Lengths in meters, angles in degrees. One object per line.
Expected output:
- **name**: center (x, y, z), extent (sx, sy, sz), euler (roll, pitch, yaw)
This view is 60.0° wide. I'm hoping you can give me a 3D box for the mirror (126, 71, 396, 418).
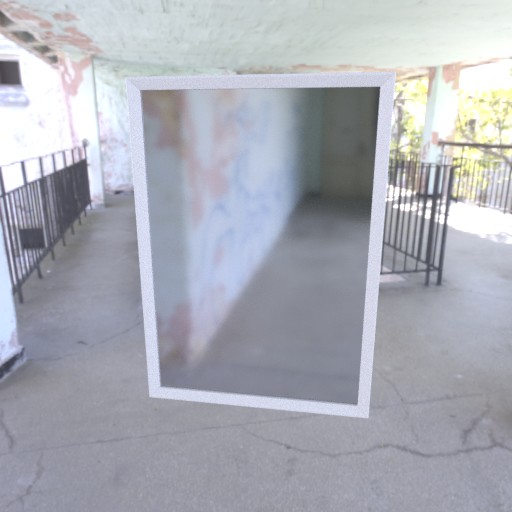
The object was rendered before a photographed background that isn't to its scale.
- **mirror**: center (0.000, 0.000, 0.936), extent (0.507, 0.710, 0.039), euler (3, 16, 9)
